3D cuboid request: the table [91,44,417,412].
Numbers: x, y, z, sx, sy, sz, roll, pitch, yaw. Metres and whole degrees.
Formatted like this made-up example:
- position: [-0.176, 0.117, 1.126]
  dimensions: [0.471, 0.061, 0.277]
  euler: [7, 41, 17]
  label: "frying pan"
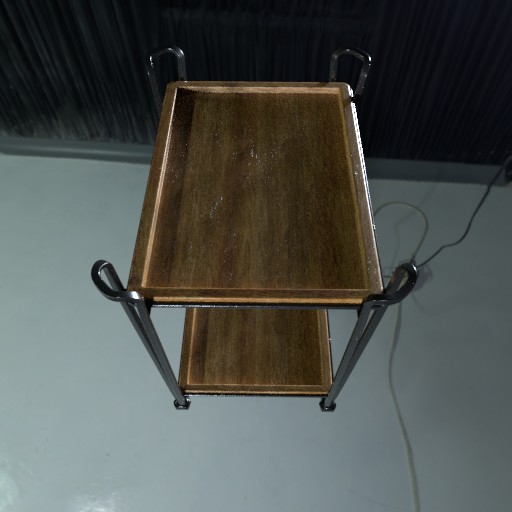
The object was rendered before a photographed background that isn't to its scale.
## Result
- position: [0.000, 0.000, 1.167]
  dimensions: [0.505, 0.785, 0.672]
  euler: [1, 57, 0]
  label: "table"
